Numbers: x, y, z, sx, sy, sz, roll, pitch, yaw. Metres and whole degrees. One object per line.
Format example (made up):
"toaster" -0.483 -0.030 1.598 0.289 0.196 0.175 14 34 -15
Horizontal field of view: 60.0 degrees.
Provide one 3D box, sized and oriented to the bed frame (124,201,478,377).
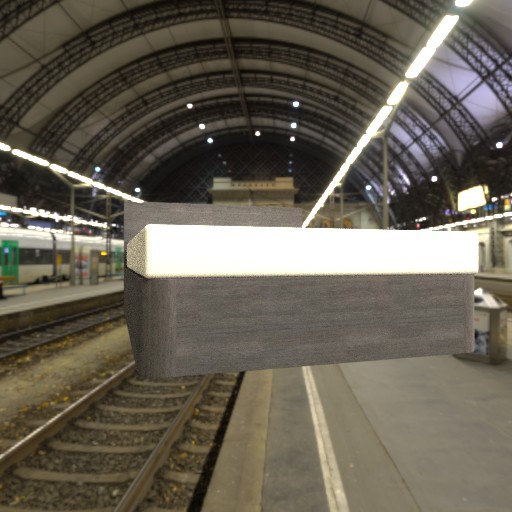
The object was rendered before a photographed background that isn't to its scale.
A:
"bed frame" 0.000 0.000 2.528 1.400 0.800 1.900 0 0 -18
